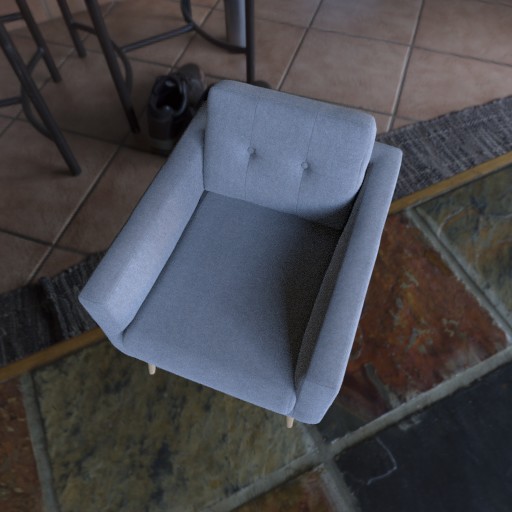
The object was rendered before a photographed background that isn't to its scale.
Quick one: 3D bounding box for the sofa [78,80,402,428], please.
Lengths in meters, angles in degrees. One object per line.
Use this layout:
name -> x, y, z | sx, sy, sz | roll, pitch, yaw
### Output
sofa -> 0.000, 0.000, 1.550 | 0.770, 0.860, 0.920 | 18, 60, 11
